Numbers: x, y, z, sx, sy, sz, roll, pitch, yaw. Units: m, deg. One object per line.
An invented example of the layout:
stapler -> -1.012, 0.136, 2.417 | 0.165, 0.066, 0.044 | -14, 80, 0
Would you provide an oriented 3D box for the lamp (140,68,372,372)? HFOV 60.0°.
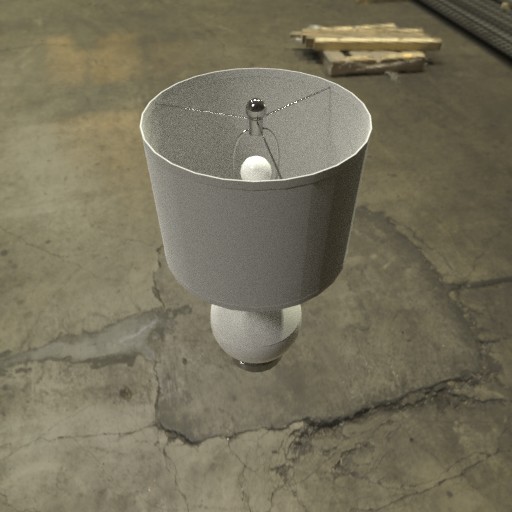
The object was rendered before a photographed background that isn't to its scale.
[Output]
lamp -> 0.000, 0.000, 0.908 | 0.357, 0.673, 0.357 | -8, 46, -8
